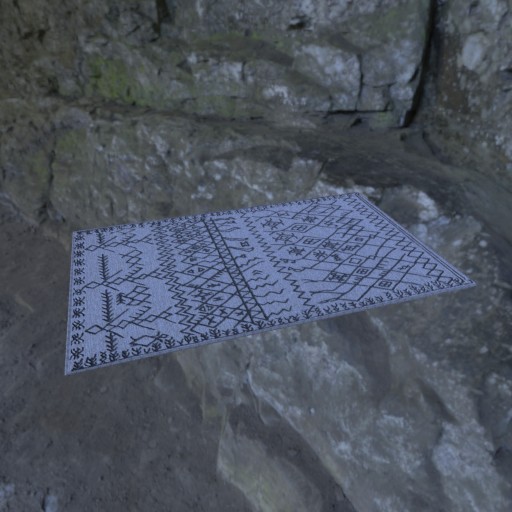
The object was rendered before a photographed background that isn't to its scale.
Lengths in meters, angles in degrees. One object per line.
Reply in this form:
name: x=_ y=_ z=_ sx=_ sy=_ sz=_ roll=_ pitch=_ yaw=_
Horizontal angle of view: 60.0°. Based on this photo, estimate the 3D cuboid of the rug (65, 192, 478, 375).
rug: x=0.000 y=0.000 z=3.088 sx=2.444 sy=0.012 sz=1.526 roll=-10 pitch=33 yaw=-15
